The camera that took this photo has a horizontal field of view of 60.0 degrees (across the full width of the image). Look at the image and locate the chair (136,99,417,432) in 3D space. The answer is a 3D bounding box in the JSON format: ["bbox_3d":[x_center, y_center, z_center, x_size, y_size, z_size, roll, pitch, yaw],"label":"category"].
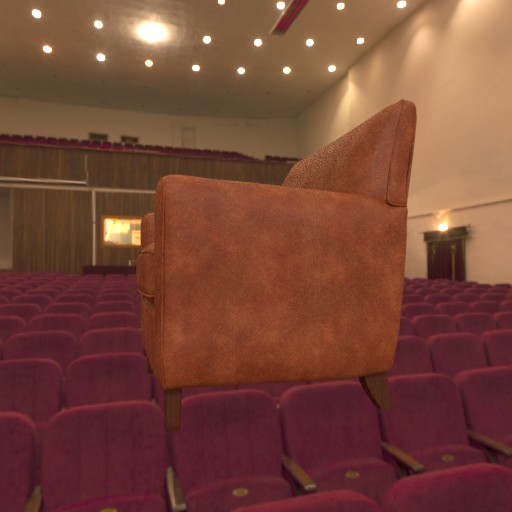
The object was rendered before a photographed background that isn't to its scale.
[{"bbox_3d":[0.000,0.000,1.605,0.823,0.943,0.870,1,-2,-17],"label":"chair"}]
